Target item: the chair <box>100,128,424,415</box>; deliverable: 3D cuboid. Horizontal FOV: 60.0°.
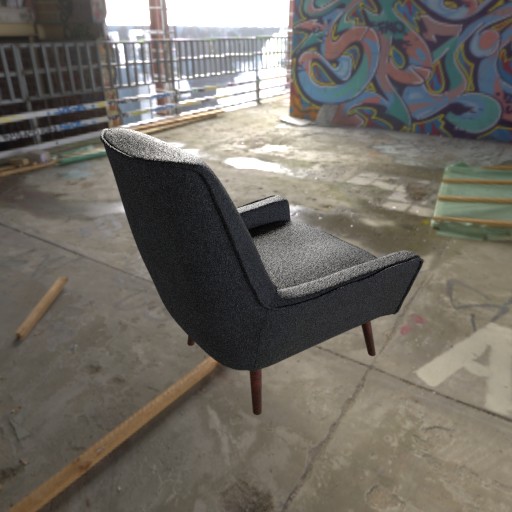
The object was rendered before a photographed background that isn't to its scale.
[{"bbox_3d":[0.000,0.000,1.515,0.859,0.883,0.763,-19,33,-32],"label":"chair"}]
